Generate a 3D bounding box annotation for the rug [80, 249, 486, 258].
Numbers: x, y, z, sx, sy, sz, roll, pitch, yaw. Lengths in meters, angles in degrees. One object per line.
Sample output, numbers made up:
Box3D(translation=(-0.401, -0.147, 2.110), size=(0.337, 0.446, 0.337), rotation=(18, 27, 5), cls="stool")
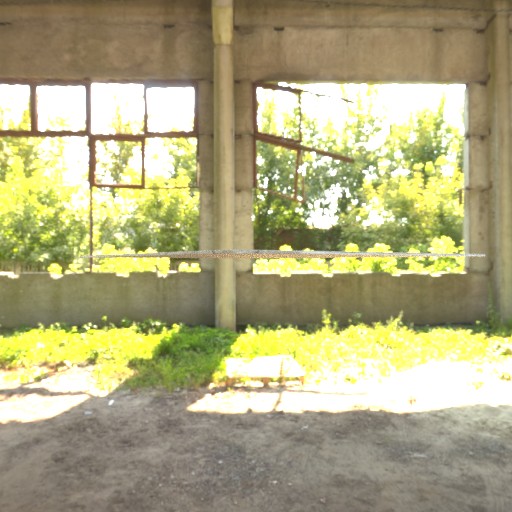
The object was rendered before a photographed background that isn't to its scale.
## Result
Box3D(translation=(0.000, 0.000, 4.140), size=(2.420, 0.019, 3.038), rotation=(0, -1, -35), cls="rug")
